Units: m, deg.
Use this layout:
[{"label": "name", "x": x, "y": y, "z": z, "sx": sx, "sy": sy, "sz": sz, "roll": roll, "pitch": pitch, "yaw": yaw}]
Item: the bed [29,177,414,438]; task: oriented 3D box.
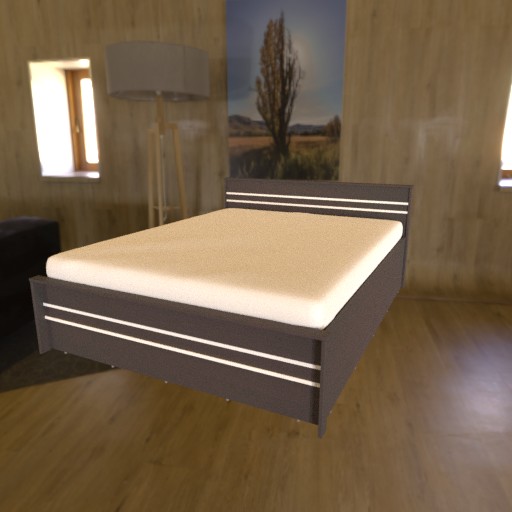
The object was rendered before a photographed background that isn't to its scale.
[{"label": "bed", "x": 0.000, "y": 0.000, "z": 2.906, "sx": 1.634, "sy": 0.808, "sz": 2.103, "roll": 7, "pitch": 16, "yaw": 25}]
